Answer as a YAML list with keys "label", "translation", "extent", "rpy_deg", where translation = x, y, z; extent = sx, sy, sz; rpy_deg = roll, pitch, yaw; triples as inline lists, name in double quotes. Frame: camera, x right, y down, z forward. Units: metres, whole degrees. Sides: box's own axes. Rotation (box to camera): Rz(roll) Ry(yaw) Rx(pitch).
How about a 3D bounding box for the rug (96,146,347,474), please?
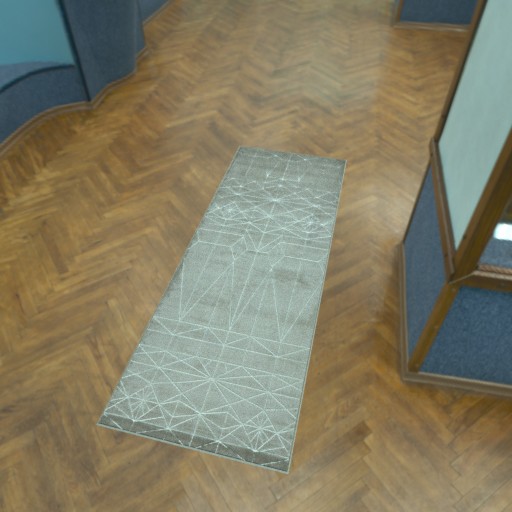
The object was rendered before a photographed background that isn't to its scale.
- label: "rug"
  translation: [0.000, 0.000, 2.706]
  extent: [0.864, 0.012, 2.388]
  rpy_deg: [10, 46, 10]
